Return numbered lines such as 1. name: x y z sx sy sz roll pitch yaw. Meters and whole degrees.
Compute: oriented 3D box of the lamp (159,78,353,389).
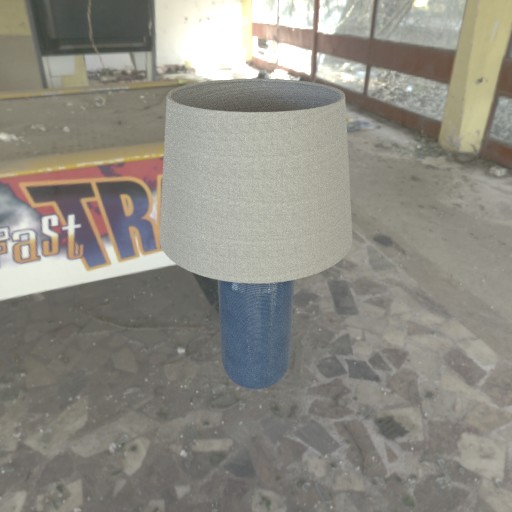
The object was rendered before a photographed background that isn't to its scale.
1. lamp: 0.000 0.000 0.610 0.253 0.428 0.253 0 30 0
